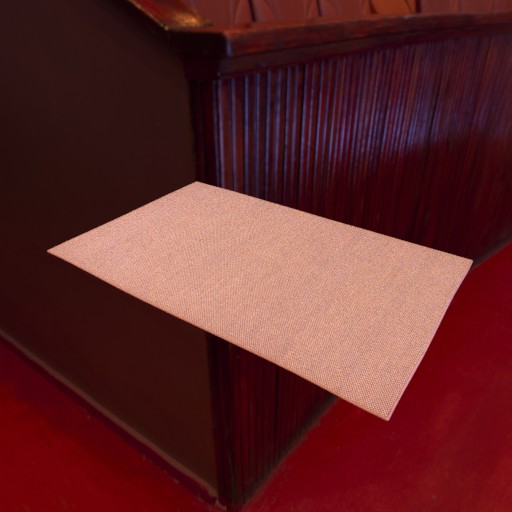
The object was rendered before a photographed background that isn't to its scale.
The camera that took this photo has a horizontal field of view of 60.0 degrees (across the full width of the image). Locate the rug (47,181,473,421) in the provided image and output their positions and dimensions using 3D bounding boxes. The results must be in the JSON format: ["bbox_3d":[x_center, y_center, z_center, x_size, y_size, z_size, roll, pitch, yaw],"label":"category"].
[{"bbox_3d":[0.000,0.000,2.060,1.678,0.013,1.078,20,37,29],"label":"rug"}]
